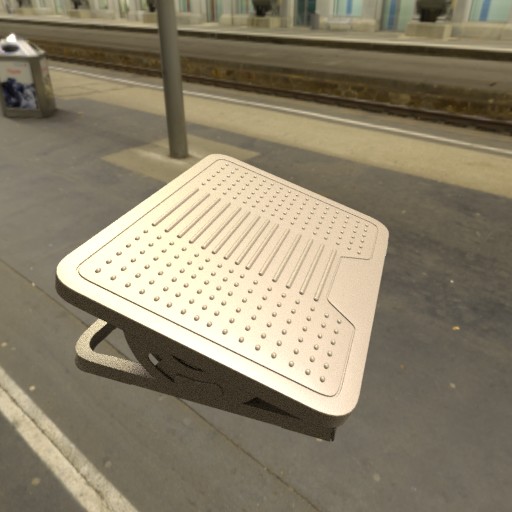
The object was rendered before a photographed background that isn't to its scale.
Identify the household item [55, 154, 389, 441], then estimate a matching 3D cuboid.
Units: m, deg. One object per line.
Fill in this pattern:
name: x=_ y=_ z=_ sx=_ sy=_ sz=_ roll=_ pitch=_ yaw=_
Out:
household item: x=0.000 y=0.000 z=0.546 sx=0.301 sy=0.126 sz=0.390 roll=10 pitch=32 yaw=16
